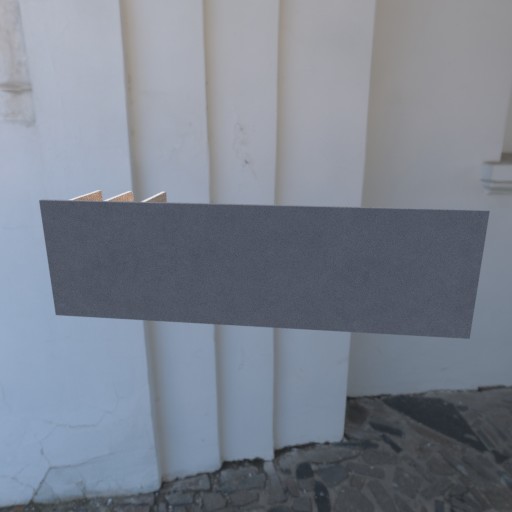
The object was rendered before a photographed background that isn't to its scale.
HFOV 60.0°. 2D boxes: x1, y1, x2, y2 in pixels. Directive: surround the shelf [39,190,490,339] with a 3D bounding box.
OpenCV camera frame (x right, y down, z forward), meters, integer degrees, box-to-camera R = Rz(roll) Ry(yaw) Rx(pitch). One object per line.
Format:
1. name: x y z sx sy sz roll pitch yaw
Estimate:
1. shelf: 0.000 0.000 1.135 1.020 0.300 0.200 2 17 7
